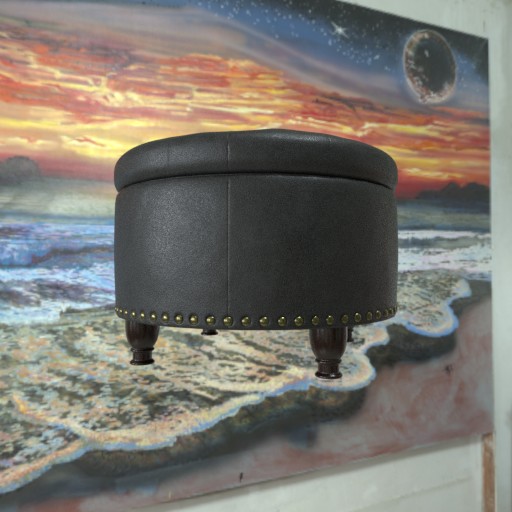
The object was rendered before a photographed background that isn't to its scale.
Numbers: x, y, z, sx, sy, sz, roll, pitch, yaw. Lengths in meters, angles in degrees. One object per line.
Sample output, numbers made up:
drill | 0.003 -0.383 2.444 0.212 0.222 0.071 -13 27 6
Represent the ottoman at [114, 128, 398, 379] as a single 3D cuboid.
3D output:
ottoman | 0.000 0.000 1.041 0.637 0.442 0.637 0 -1 0
